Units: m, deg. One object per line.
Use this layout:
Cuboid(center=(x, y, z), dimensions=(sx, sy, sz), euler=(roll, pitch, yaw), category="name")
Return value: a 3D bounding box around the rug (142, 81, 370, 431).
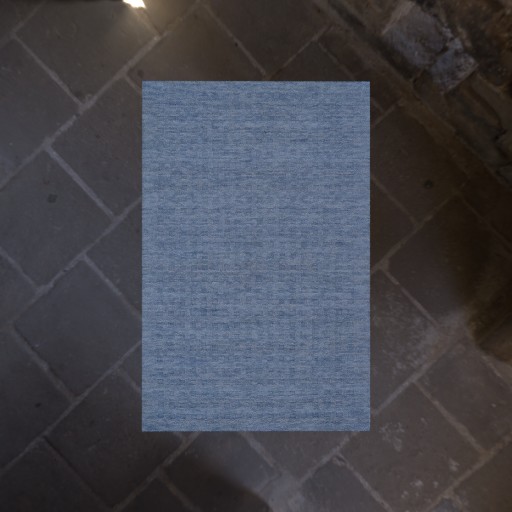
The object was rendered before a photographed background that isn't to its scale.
Cuboid(center=(0.000, 0.000, 2.224), dimensions=(1.142, 0.006, 1.752), euler=(0, 90, 0), category="rug")
